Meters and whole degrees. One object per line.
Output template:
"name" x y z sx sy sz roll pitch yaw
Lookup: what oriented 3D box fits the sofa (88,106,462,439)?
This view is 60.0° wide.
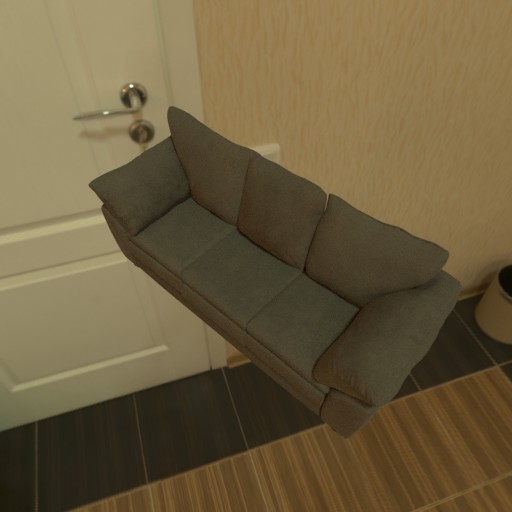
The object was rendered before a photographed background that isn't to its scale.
"sofa" 0.000 0.000 2.858 2.336 1.073 0.878 34 56 27
